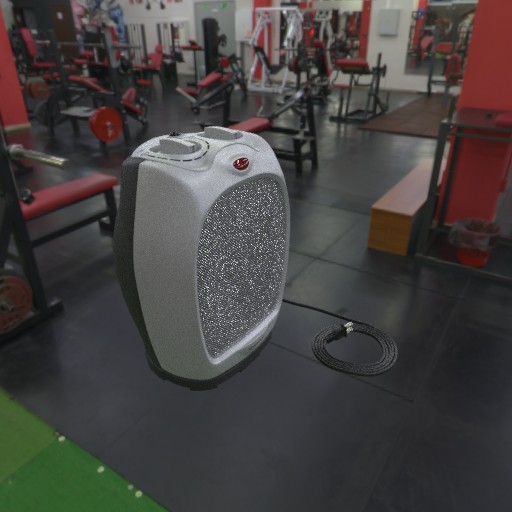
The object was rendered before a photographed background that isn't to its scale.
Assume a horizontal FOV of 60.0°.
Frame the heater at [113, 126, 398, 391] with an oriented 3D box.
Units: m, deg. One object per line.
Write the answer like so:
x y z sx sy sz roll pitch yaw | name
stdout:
0.000 0.000 0.474 0.291 0.255 0.239 19 34 31 | heater
